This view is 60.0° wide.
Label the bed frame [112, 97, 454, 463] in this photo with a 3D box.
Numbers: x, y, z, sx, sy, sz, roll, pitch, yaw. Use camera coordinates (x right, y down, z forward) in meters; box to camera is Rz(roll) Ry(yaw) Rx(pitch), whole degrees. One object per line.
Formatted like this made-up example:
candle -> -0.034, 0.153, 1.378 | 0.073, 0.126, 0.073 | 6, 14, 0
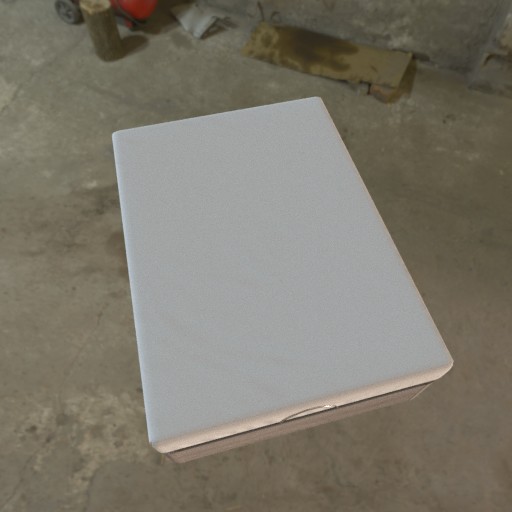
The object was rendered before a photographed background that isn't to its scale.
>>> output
bed frame -> 0.000, 0.000, 2.590 | 1.400, 0.561, 1.900 | -12, 59, -8
